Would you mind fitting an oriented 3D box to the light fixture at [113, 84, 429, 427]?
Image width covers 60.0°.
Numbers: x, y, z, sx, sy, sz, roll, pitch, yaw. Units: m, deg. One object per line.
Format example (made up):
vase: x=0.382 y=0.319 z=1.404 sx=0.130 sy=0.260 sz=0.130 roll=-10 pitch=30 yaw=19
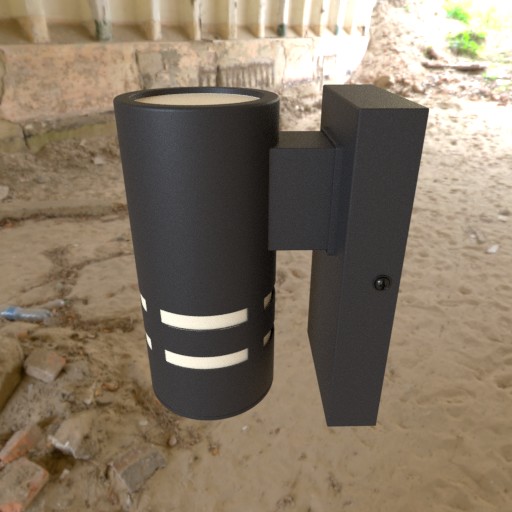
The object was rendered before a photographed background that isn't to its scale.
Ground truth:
light fixture: x=0.000 y=0.000 z=0.259 sx=0.138 sy=0.179 sz=0.098 roll=-1 pitch=27 yaw=-1
